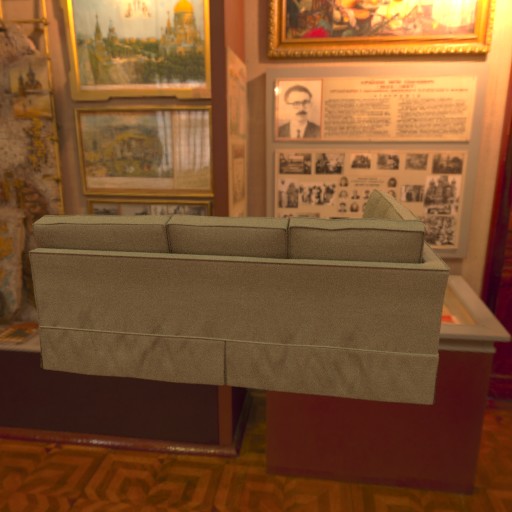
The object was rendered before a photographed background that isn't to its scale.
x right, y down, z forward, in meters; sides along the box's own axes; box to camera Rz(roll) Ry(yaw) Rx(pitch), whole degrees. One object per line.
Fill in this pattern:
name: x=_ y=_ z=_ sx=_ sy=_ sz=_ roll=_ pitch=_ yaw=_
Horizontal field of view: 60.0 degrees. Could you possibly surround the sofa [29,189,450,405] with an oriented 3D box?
sofa: x=0.000 y=0.000 z=3.951 sx=2.623 sy=1.081 sz=2.618 roll=2 pitch=14 yaw=9
